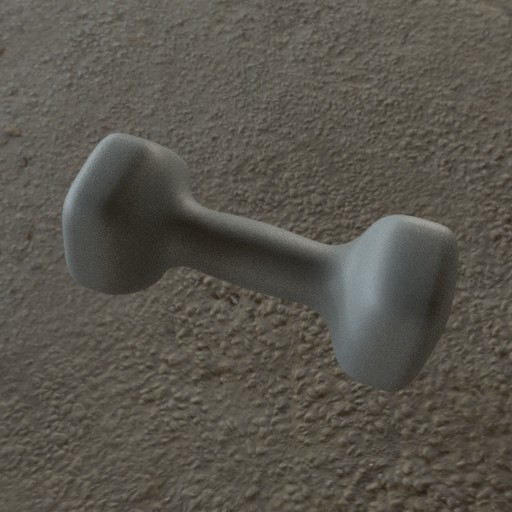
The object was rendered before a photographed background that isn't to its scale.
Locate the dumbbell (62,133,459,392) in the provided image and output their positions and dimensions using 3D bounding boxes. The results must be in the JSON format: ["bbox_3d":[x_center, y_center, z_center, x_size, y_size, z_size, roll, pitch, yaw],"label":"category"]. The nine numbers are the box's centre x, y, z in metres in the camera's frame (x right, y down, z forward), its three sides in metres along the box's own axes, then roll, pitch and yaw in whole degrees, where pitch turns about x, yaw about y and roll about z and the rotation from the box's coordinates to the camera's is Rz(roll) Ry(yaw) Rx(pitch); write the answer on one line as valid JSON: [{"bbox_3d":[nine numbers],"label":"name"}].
[{"bbox_3d":[0.000,0.000,0.226,0.184,0.081,0.090,18,66,9],"label":"dumbbell"}]
